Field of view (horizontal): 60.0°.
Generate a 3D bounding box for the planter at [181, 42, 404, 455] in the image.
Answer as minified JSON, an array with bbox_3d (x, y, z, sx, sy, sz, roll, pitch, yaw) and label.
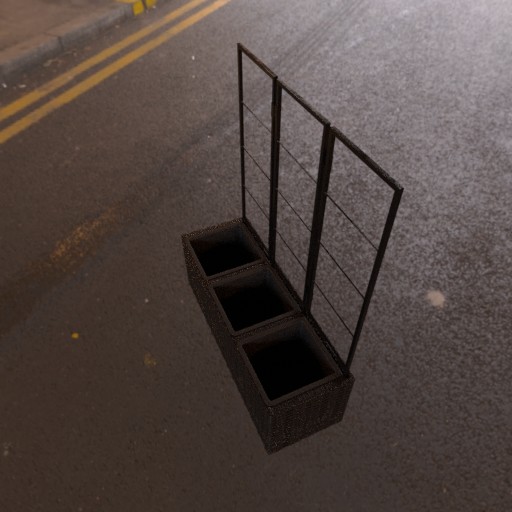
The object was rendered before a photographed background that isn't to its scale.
[{"bbox_3d":[0.000,0.000,1.186,0.244,0.841,0.698,-18,49,-17],"label":"planter"}]
